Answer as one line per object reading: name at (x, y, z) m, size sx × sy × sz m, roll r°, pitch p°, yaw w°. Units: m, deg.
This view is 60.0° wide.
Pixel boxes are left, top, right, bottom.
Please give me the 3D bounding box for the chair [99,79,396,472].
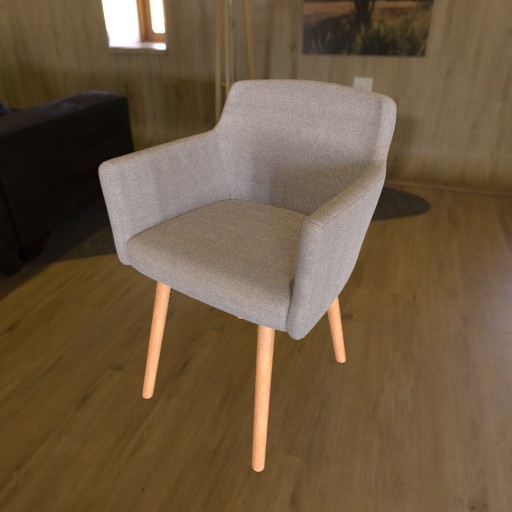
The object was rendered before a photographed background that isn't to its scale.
chair at (0.000, 0.000, 1.124) m, size 0.570 × 0.780 × 0.540 m, roll 19°, pitch 35°, yaw 30°
